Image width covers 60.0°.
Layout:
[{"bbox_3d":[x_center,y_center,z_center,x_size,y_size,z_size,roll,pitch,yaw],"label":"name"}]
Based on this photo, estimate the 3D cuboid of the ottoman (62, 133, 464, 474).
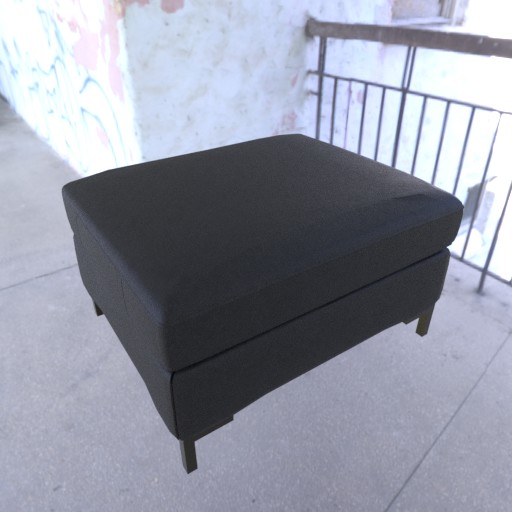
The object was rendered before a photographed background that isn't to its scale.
[{"bbox_3d":[0.000,0.000,1.768,1.187,0.696,0.967,-20,37,-28],"label":"ottoman"}]
